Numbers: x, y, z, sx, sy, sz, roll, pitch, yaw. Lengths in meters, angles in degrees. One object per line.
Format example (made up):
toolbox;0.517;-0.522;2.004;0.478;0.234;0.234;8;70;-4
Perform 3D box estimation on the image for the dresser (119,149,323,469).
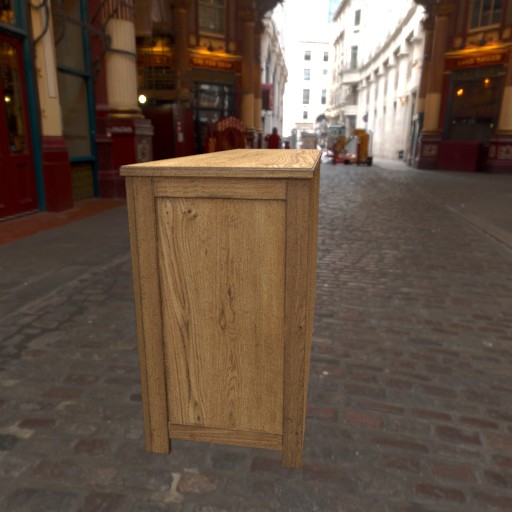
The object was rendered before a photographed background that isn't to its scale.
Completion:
dresser;0.000;0.000;2.088;0.563;0.932;1.657;2;15;9
